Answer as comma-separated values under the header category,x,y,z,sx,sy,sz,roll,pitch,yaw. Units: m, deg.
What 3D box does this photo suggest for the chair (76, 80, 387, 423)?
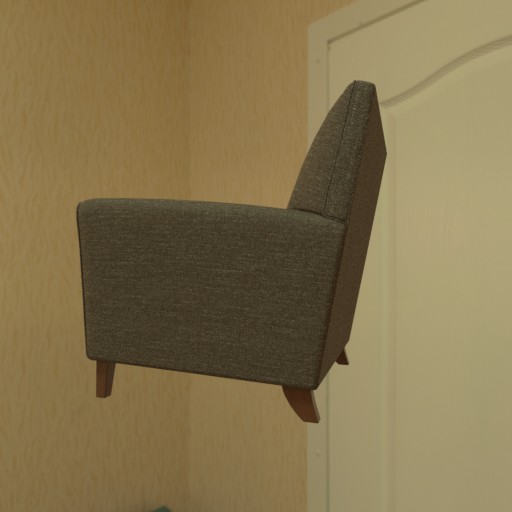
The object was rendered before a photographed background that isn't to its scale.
category,x,y,z,sx,sy,sz,roll,pitch,yaw
chair,0.000,0.000,1.589,0.875,0.885,0.838,0,0,19
